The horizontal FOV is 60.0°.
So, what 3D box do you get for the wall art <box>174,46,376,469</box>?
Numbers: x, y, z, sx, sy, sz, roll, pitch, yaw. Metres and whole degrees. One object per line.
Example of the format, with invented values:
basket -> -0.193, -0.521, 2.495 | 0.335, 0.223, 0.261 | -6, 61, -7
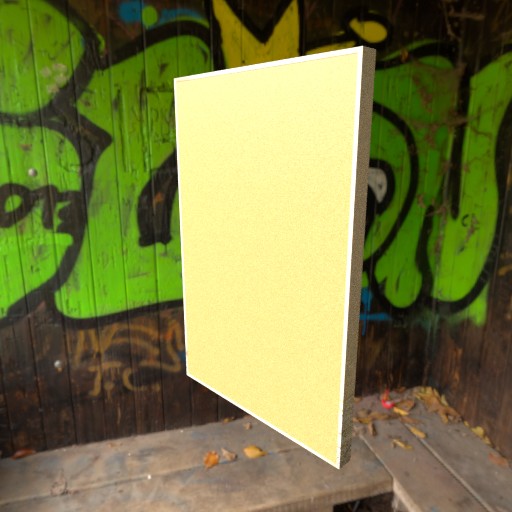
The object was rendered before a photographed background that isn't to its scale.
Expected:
wall art -> 0.000, 0.000, 0.962 | 0.038, 0.764, 0.508 | -14, 20, -42
